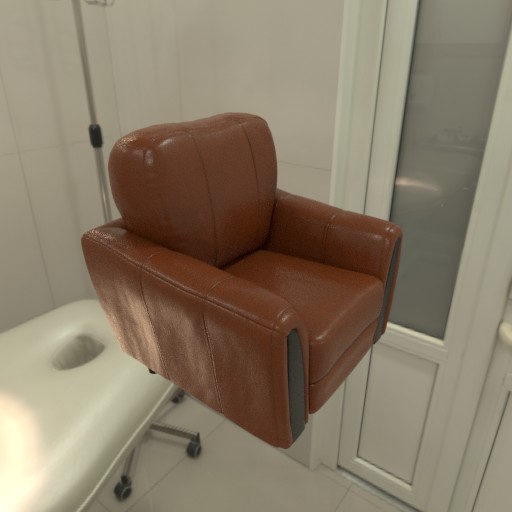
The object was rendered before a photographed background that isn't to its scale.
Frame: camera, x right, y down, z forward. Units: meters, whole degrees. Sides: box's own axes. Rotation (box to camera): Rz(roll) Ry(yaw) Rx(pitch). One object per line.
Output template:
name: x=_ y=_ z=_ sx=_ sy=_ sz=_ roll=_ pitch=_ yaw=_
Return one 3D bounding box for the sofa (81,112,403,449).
sofa: x=0.000 y=0.000 z=1.528 sx=0.789 sy=0.876 sz=0.836 roll=18 pitch=31 yaw=33
